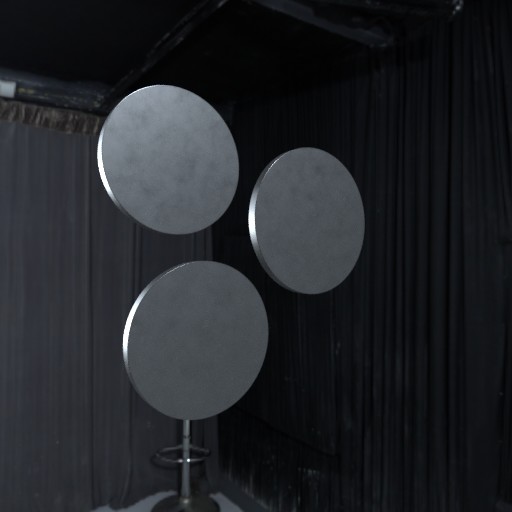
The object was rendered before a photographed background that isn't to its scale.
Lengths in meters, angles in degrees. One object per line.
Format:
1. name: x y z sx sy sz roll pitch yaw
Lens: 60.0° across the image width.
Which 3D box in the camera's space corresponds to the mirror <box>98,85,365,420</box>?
1. mirror: 0.000 0.000 3.133 2.160 2.096 0.076 0 0 -35
